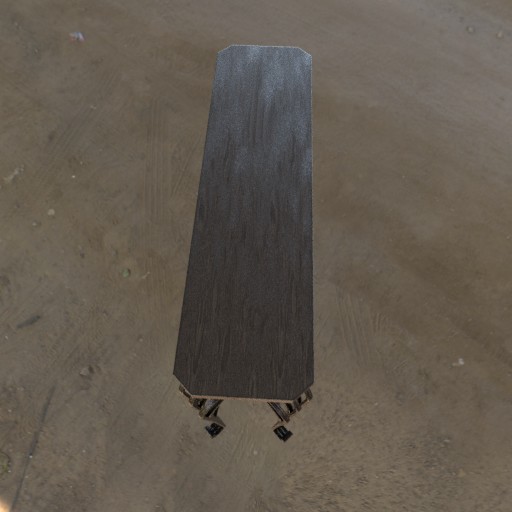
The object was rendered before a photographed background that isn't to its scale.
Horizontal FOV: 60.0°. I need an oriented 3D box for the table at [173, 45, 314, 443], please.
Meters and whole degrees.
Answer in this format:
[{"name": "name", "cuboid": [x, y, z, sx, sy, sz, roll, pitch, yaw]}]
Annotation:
[{"name": "table", "cuboid": [0.000, 0.000, 1.497, 0.329, 0.800, 1.112, 3, 62, 1]}]
